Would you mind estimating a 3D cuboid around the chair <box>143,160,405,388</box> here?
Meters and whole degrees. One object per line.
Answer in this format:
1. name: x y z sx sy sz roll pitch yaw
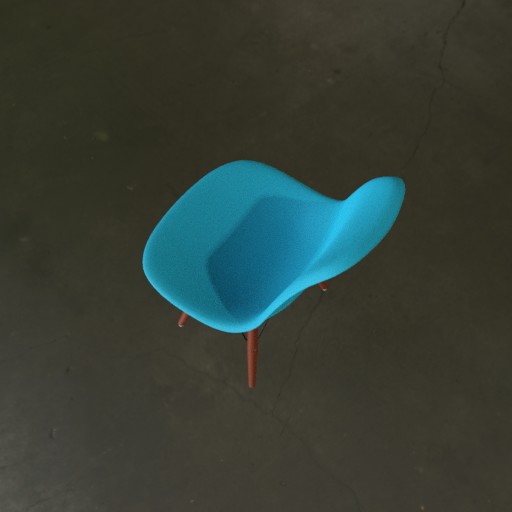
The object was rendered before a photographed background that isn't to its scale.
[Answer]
1. chair: 0.000 0.000 1.156 0.533 0.826 0.470 32 68 15
